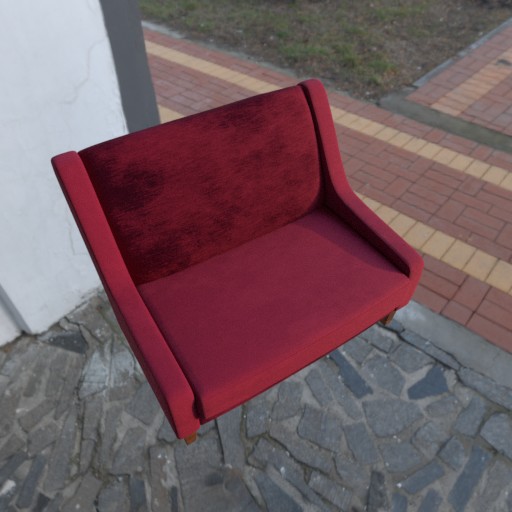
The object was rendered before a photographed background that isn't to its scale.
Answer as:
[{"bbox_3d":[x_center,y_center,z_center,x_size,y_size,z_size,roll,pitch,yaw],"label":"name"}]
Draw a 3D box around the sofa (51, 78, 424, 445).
[{"bbox_3d":[0.000,0.000,1.939,1.242,0.976,0.946,-25,51,-22],"label":"sofa"}]
